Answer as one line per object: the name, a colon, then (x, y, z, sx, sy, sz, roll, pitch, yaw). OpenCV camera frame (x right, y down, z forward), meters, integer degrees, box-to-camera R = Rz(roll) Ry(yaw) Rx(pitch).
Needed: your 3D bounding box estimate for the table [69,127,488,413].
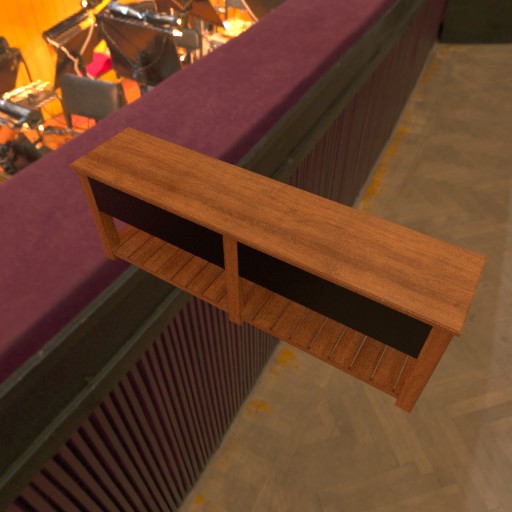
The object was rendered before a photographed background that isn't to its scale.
table: (0.000, 0.000, 2.114, 1.815, 0.635, 0.425, 24, 50, 21)
